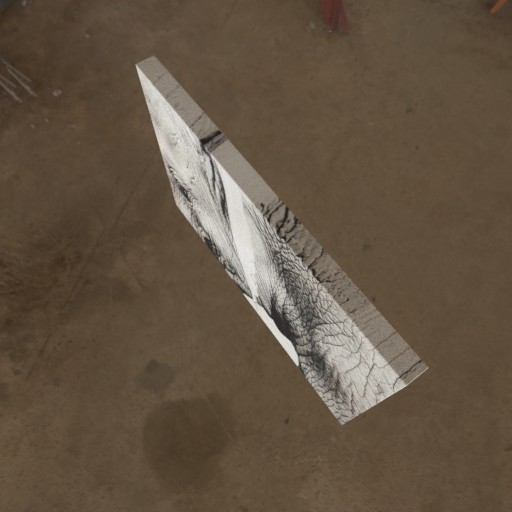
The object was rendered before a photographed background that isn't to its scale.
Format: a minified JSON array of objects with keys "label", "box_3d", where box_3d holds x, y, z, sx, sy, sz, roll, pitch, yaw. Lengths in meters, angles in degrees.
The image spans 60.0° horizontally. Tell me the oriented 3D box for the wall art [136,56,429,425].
[{"label":"wall art","box_3d":[0.000,0.000,0.780,0.035,0.407,0.613,-33,68,-15]}]
